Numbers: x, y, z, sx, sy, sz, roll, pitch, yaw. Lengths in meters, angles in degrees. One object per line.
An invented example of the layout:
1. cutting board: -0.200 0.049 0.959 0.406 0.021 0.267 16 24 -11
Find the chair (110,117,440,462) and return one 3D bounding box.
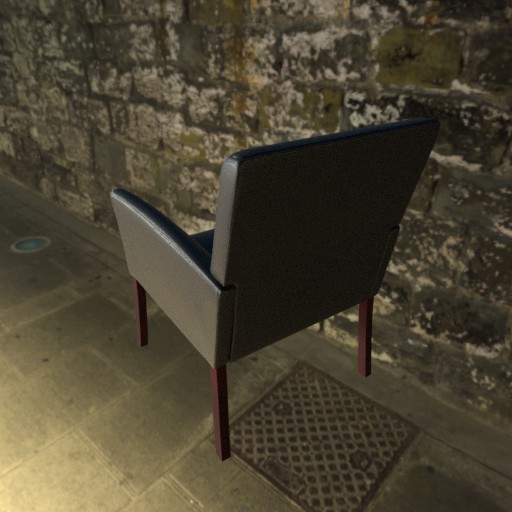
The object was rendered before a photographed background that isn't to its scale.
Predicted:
1. chair: 0.000 0.000 1.469 0.683 0.951 0.772 -18 34 -30
